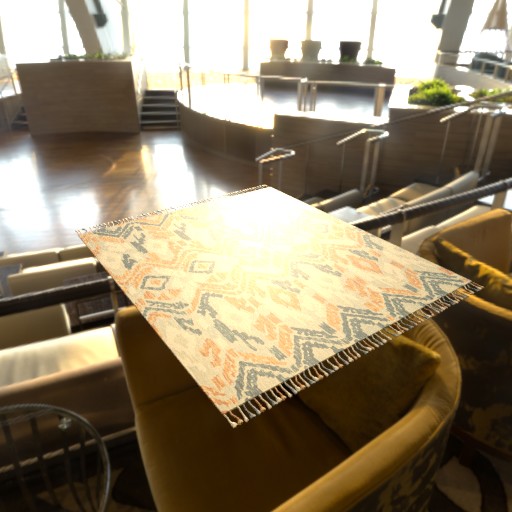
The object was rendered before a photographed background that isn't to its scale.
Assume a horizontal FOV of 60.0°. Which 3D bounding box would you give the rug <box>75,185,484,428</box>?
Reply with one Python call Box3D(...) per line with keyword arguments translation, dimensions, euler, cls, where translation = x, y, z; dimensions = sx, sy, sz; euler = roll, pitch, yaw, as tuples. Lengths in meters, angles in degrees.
Box3D(translation=(0.000, 0.000, 4.097), dimensions=(2.439, 0.010, 3.048), euler=(-19, 34, -30), cls="rug")
